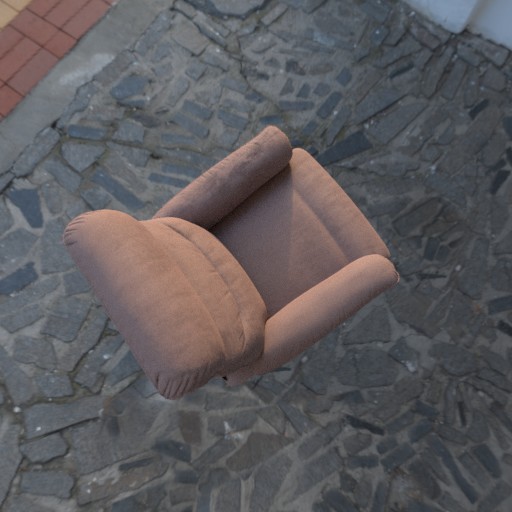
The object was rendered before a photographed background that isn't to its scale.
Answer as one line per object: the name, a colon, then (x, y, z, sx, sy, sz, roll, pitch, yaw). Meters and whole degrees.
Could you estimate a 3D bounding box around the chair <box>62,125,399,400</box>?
chair: (0.000, 0.000, 1.750, 1.004, 1.037, 0.820, -35, 78, -9)
